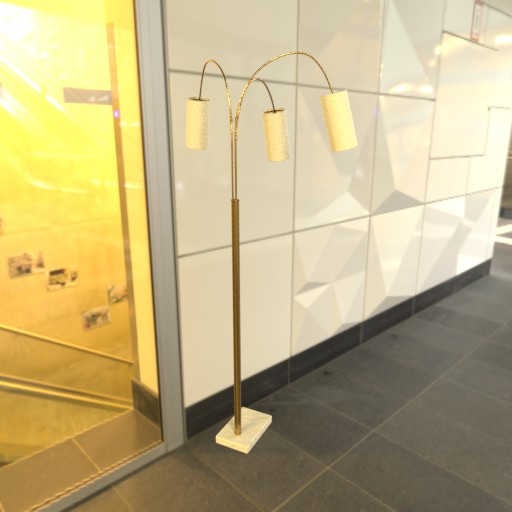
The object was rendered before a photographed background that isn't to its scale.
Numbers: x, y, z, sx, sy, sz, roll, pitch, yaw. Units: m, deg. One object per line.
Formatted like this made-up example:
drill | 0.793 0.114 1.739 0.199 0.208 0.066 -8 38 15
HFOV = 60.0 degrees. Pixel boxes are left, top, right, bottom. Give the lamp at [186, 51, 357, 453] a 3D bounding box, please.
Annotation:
lamp | 0.000 0.000 2.490 1.020 2.055 0.667 8 17 26
